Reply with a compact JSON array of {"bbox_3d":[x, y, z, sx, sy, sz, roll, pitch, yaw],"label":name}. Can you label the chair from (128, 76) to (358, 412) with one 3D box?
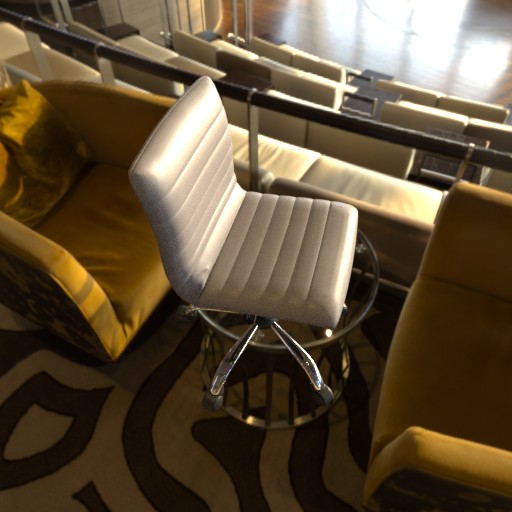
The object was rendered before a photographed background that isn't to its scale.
[{"bbox_3d":[0.000,0.000,1.145,0.542,0.750,0.569,11,48,10],"label":"chair"}]
